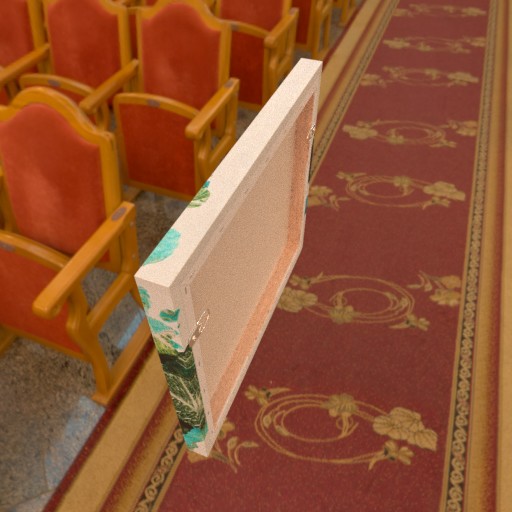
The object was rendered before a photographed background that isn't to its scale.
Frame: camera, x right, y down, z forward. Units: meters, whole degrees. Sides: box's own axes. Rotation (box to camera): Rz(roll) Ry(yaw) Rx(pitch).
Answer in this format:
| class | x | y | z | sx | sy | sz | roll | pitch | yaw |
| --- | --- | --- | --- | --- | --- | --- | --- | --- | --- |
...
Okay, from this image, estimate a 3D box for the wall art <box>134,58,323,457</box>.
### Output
| class | x | y | z | sx | sy | sz | roll | pitch | yaw |
| --- | --- | --- | --- | --- | --- | --- | --- | --- | --- |
| wall art | 0.000 | 0.000 | 0.722 | 0.041 | 0.435 | 0.507 | 16 | 49 | 15 |
